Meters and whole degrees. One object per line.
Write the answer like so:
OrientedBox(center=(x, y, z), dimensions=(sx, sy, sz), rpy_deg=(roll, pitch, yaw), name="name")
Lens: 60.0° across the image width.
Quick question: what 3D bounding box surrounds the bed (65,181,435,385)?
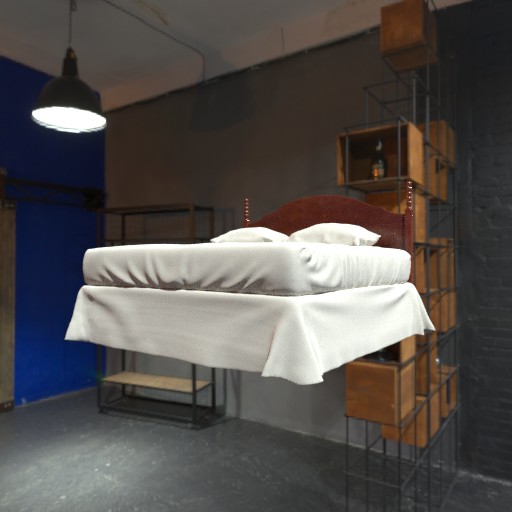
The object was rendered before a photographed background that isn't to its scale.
OrientedBox(center=(0.000, 0.000, 3.695), dimensions=(2.322, 1.355, 2.219), rpy_deg=(0, -1, 37), name="bed")
